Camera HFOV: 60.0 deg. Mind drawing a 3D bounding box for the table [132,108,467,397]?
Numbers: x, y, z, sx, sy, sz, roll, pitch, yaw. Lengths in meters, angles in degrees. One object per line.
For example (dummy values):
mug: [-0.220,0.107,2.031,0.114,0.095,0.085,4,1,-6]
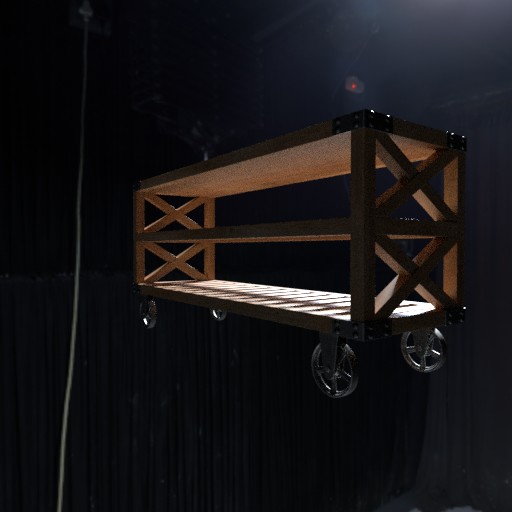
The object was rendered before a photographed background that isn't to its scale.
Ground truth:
table: [0.000,0.000,1.767,0.467,0.711,1.487,-1,1,-36]
